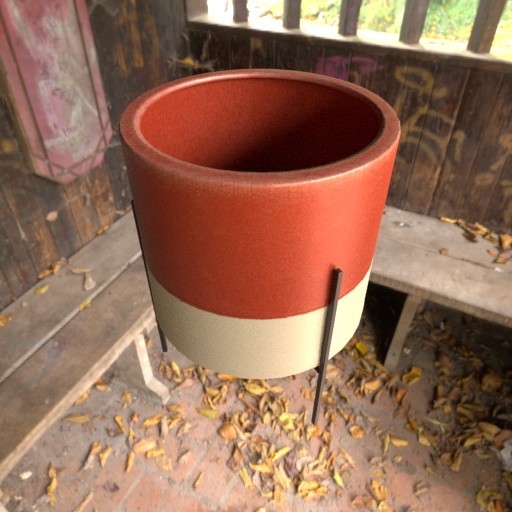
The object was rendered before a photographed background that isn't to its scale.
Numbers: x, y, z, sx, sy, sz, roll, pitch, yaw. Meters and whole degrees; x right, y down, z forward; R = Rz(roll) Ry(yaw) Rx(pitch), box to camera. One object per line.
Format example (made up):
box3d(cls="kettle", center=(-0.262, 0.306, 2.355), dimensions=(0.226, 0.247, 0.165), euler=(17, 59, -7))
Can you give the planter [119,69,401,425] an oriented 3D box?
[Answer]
box3d(cls="planter", center=(0.000, 0.000, 0.698), dimensions=(0.354, 0.465, 0.345), euler=(-1, 40, -1))
